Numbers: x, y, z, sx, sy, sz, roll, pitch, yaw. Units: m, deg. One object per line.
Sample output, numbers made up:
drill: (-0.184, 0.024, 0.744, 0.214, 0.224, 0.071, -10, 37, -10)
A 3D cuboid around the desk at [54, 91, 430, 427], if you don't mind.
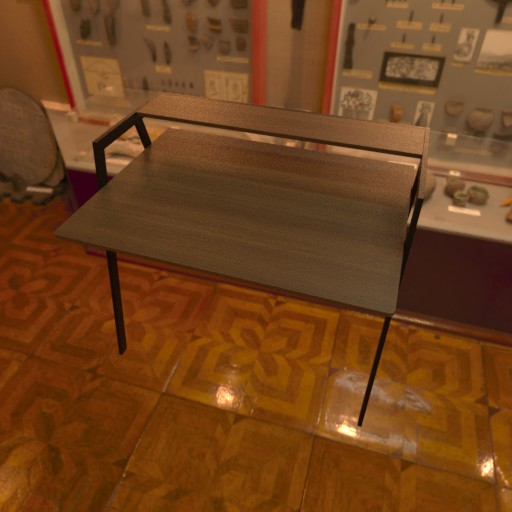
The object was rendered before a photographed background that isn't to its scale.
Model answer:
desk: (0.000, 0.000, 1.876, 1.143, 0.998, 0.936, 12, 43, 14)
